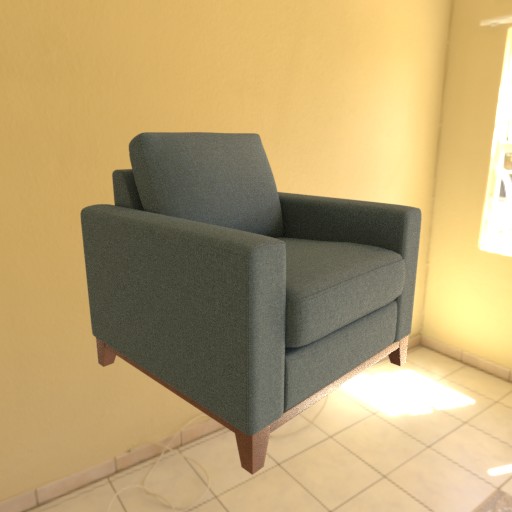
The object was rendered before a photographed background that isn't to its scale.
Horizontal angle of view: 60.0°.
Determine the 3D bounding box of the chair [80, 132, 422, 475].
[{"bbox_3d":[0.000,0.000,1.865,1.038,1.010,1.024,14,20,43],"label":"chair"}]
